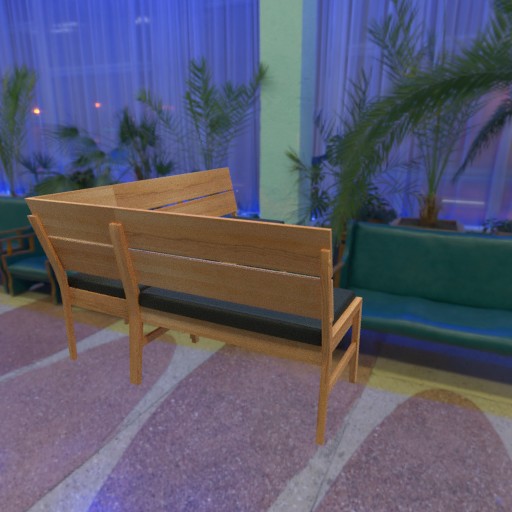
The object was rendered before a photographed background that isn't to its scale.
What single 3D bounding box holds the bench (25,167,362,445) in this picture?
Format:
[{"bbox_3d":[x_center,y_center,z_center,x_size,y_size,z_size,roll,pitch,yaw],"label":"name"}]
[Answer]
[{"bbox_3d":[0.000,0.000,2.785,1.548,0.890,1.948,8,18,26],"label":"bench"}]
